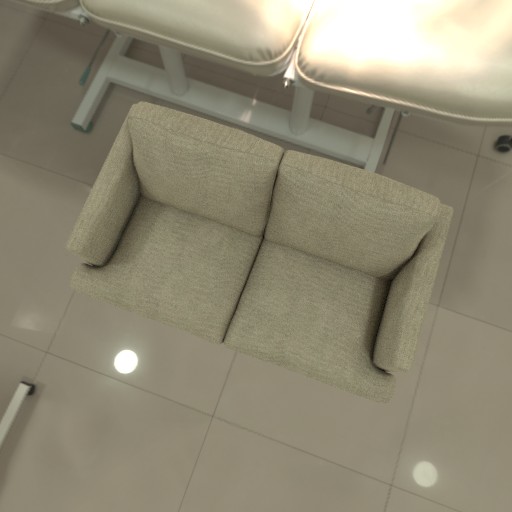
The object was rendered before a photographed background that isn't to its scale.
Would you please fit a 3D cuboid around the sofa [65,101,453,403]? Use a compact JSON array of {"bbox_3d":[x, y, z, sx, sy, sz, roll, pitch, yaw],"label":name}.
[{"bbox_3d":[0.000,0.000,2.123,1.582,0.944,0.903,19,77,5],"label":"sofa"}]
